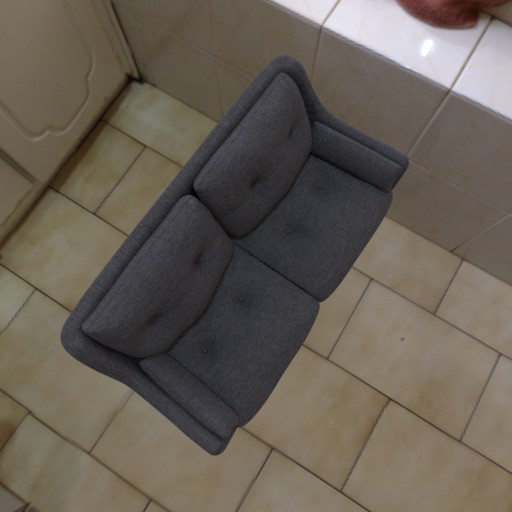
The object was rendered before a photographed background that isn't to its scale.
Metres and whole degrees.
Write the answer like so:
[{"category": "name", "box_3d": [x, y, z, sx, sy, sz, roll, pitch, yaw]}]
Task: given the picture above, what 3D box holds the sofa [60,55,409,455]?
[{"category": "sofa", "box_3d": [0.000, 0.000, 2.487, 0.975, 0.896, 1.929, 33, 78, 8]}]
